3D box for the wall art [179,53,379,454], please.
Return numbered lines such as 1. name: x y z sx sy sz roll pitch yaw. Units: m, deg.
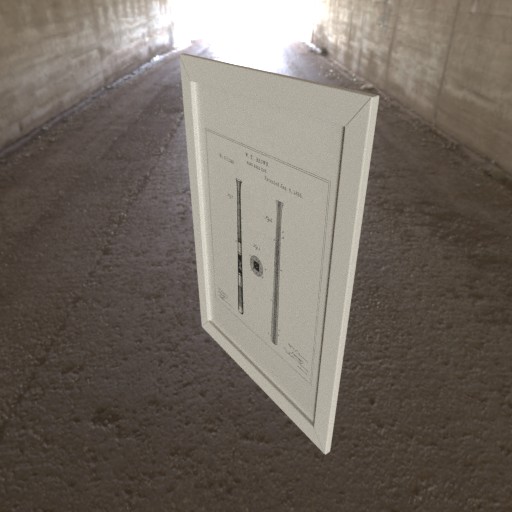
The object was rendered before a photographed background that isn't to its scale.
1. wall art: 0.000 0.000 0.675 0.012 0.529 0.374 -21 37 -30
